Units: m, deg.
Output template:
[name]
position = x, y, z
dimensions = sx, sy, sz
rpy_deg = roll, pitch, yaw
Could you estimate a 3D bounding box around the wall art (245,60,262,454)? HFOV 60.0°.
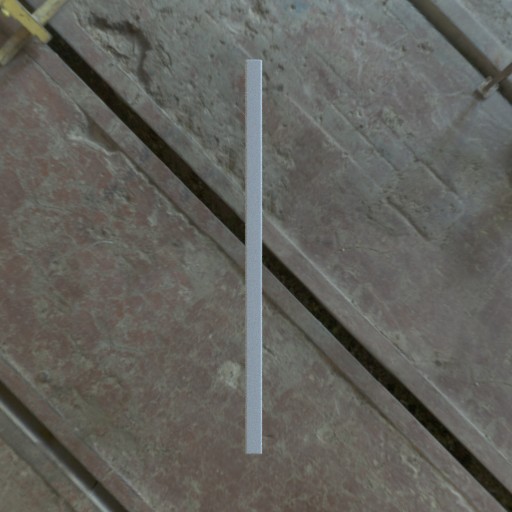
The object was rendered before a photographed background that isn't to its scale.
[wall art]
position = 0.000, 0.000, 1.632
dimensions = 0.038, 1.212, 0.914
rpy_deg = 0, 90, 1
